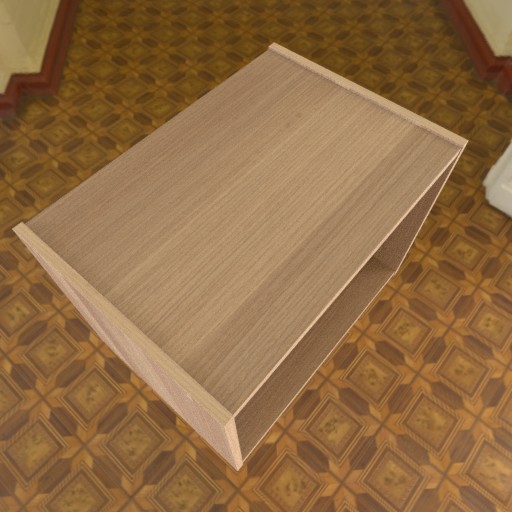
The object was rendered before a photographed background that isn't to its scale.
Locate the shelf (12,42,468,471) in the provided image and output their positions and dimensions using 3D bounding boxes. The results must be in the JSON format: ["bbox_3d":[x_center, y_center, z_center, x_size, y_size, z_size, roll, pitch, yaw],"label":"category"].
[{"bbox_3d":[0.000,0.000,0.607,0.290,0.305,0.415,36,65,20],"label":"shelf"}]
